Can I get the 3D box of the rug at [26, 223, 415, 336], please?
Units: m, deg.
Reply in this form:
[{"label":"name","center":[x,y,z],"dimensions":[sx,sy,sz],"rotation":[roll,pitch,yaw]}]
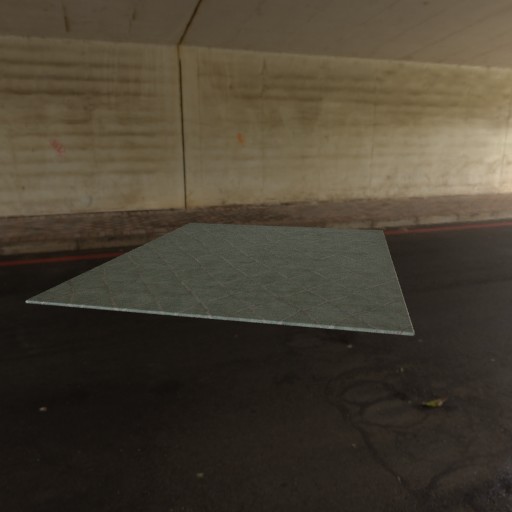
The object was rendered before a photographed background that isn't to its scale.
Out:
[{"label":"rug","center":[0.000,0.000,4.085],"dimensions":[2.420,0.019,3.039],"rotation":[3,14,12]}]
